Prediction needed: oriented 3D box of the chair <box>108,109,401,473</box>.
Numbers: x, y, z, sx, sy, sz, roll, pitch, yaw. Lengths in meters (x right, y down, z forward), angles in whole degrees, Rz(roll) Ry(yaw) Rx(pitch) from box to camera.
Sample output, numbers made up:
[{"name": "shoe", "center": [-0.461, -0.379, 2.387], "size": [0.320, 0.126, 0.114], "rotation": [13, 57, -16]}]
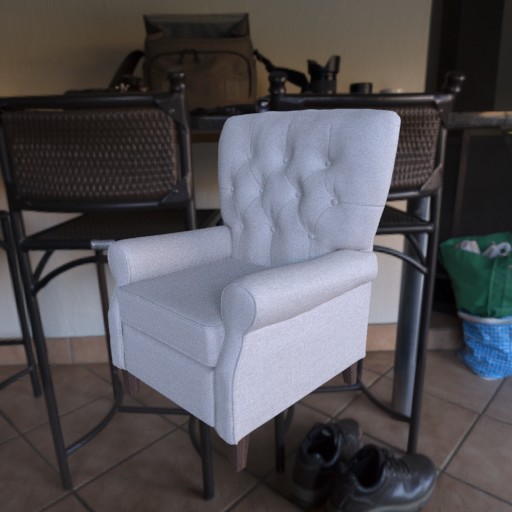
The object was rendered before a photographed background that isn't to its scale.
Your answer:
[{"name": "chair", "center": [0.000, 0.000, 1.887], "size": [0.942, 1.209, 1.025], "rotation": [14, 21, 42]}]
